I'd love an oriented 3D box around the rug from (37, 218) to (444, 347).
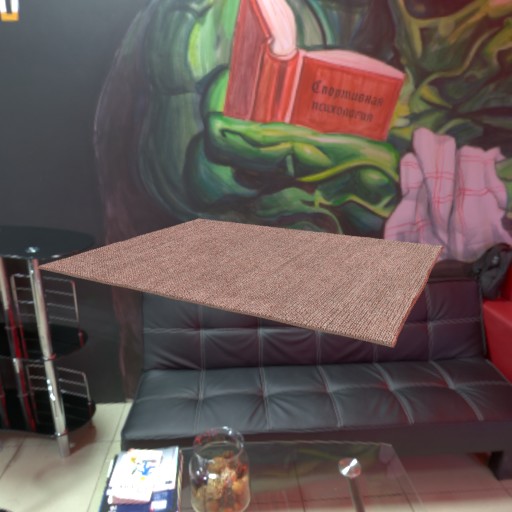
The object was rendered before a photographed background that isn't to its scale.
[{"bbox_3d":[0.000,0.000,4.184,3.052,0.030,2.429,9,18,27],"label":"rug"}]
